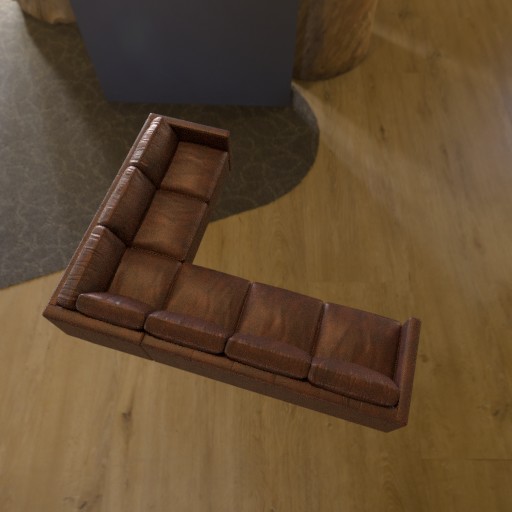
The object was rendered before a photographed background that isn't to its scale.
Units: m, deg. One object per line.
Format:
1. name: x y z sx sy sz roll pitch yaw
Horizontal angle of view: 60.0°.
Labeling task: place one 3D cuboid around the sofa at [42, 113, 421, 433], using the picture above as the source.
1. sofa: 0.000 0.000 4.372 3.152 0.836 2.438 15 64 7
